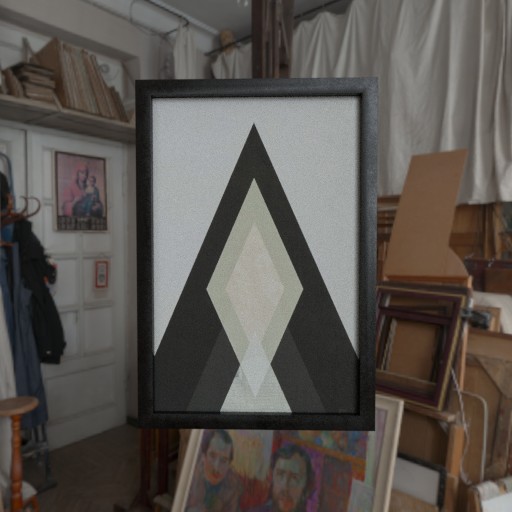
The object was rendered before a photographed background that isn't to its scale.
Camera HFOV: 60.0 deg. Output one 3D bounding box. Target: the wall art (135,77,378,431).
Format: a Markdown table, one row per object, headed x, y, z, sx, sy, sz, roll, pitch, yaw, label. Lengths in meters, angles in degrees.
| x | y | z | sx | sy | sz | roll | pitch | yaw | label |
| --- | --- | --- | --- | --- | --- | --- | --- | --- | --- |
| 0.000 | 0.000 | 0.590 | 0.313 | 0.457 | 0.031 | 0 | 2 | 2 | wall art |
